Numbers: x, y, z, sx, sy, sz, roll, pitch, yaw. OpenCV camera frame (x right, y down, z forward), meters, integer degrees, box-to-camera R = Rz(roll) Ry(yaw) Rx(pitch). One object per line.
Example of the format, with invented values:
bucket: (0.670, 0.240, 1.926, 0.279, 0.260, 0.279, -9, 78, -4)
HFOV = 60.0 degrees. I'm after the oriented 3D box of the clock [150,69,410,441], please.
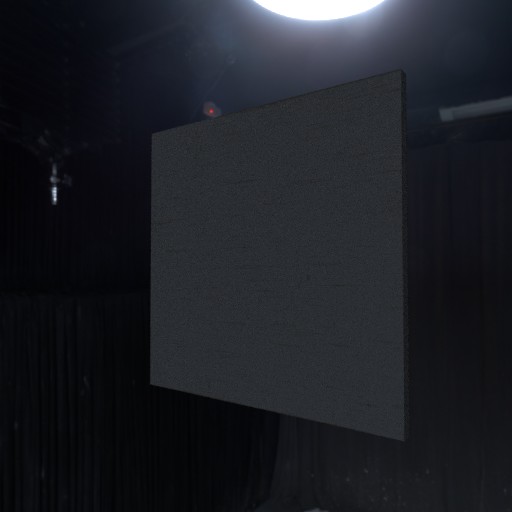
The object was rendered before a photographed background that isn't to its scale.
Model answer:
clock: (0.000, 0.000, 1.056, 0.705, 0.705, 0.032, -1, -2, 36)
